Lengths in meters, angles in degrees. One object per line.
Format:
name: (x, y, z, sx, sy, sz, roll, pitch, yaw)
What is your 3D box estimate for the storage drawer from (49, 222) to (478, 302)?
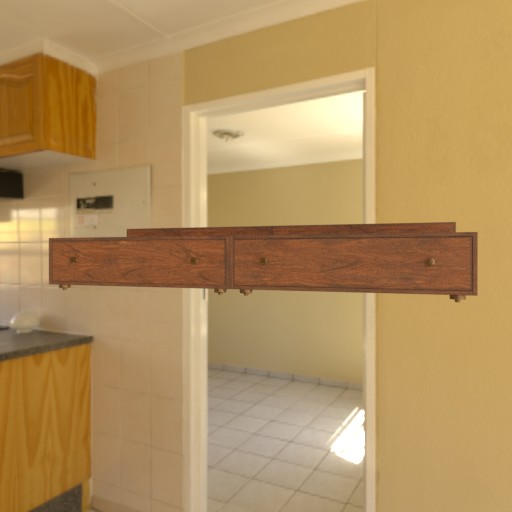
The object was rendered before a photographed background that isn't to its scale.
storage drawer: (0.000, 0.000, 2.236, 1.914, 0.339, 0.774, 0, 0, 18)
